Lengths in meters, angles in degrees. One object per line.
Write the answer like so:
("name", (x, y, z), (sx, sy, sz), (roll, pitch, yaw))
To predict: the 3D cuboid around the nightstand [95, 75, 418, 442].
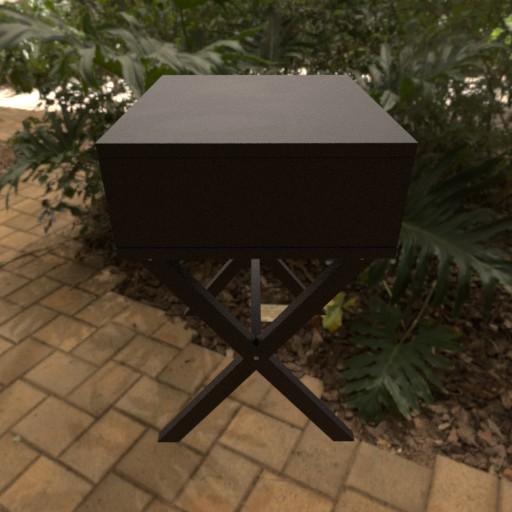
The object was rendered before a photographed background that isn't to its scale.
("nightstand", (0.000, 0.000, 0.916), (0.402, 0.623, 0.479), (0, 32, 0))
